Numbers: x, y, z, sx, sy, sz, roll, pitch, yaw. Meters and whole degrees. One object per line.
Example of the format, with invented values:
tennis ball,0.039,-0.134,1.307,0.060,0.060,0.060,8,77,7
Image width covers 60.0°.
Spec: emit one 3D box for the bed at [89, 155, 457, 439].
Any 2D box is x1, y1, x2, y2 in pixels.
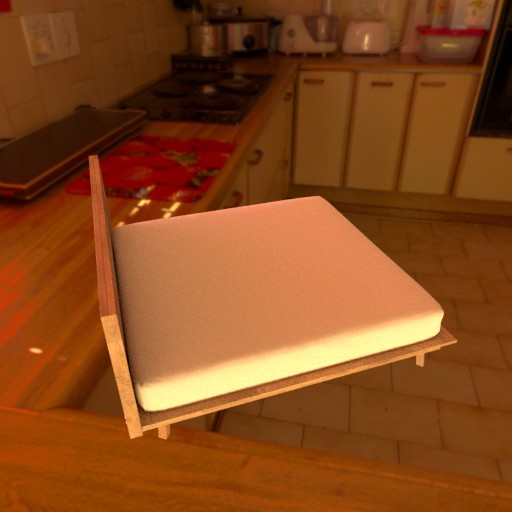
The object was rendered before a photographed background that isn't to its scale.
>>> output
bed,0.000,0.000,3.359,2.167,1.100,2.116,-10,34,-16
